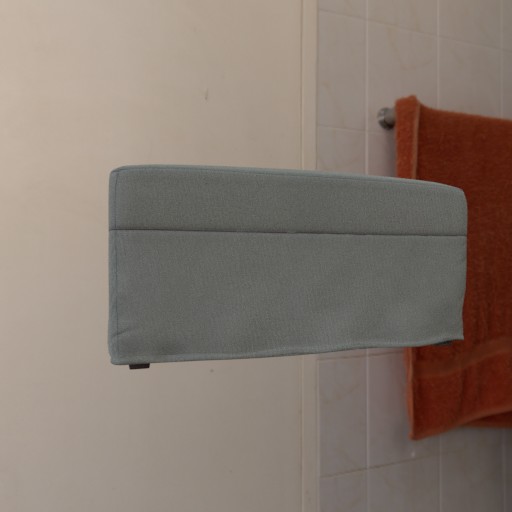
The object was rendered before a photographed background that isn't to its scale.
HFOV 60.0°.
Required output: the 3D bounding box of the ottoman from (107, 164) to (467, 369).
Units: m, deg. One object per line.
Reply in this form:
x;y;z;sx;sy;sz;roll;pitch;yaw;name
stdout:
0.000;0.000;1.327;0.842;0.441;0.843;0;0;-18;ottoman
